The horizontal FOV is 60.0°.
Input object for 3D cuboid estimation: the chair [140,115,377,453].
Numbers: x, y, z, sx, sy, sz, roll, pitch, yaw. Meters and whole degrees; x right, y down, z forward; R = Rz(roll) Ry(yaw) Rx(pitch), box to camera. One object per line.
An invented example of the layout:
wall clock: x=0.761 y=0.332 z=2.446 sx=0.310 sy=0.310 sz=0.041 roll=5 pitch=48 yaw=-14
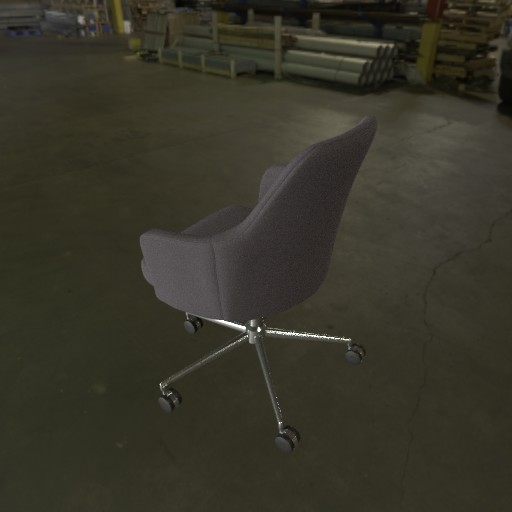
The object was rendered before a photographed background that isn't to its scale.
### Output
chair: x=0.000 y=0.000 z=1.274 sx=0.600 sy=0.820 sz=0.655 roll=20 pitch=37 yaw=29
